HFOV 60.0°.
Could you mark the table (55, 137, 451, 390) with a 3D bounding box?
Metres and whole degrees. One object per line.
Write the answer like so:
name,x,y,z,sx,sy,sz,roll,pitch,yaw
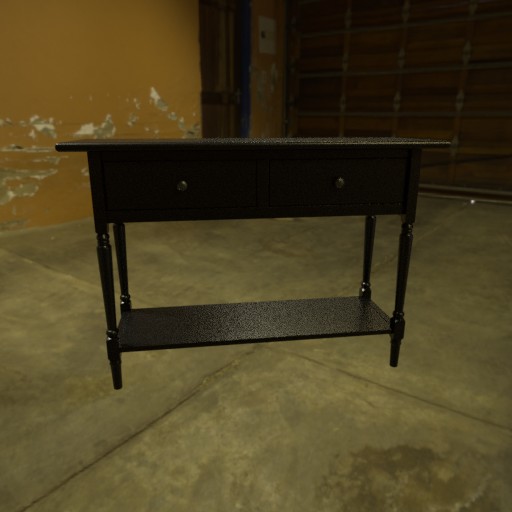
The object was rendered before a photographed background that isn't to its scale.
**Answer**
table,0.000,0.000,1.614,1.191,0.819,0.386,-2,17,-8
